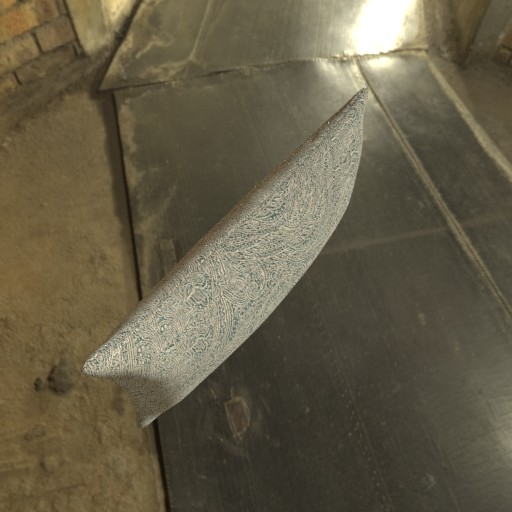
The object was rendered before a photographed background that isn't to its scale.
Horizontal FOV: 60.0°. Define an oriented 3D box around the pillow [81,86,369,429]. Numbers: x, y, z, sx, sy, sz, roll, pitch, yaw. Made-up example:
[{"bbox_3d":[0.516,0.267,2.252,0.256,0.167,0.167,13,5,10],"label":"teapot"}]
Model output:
[{"bbox_3d":[0.000,0.000,0.732,0.151,0.295,0.615,33,63,19],"label":"pillow"}]
